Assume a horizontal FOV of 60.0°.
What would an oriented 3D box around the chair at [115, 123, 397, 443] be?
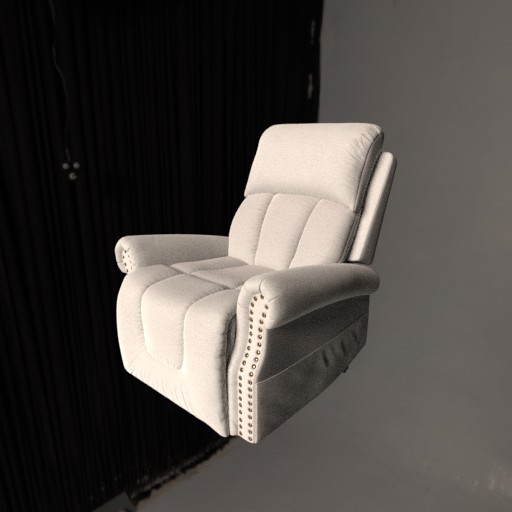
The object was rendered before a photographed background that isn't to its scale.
[{"bbox_3d":[0.000,0.000,1.780,0.871,1.031,0.979,14,21,41],"label":"chair"}]
